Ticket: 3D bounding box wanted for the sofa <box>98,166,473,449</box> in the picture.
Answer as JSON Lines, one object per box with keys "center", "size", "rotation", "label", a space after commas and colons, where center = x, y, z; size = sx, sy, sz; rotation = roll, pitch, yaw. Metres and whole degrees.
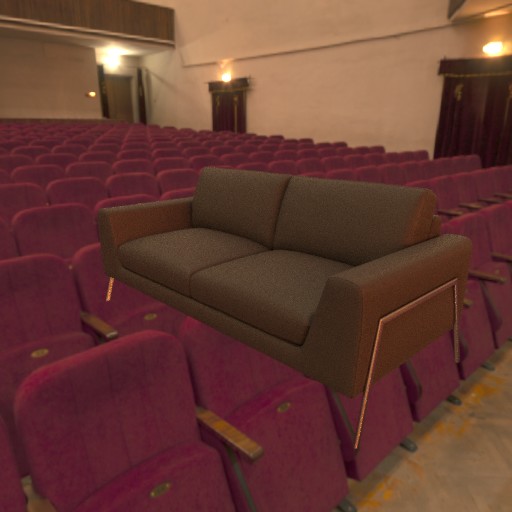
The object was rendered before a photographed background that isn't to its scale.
{"center": [0.000, 0.000, 2.515], "size": [0.953, 0.875, 2.017], "rotation": [-15, 22, -42], "label": "sofa"}
